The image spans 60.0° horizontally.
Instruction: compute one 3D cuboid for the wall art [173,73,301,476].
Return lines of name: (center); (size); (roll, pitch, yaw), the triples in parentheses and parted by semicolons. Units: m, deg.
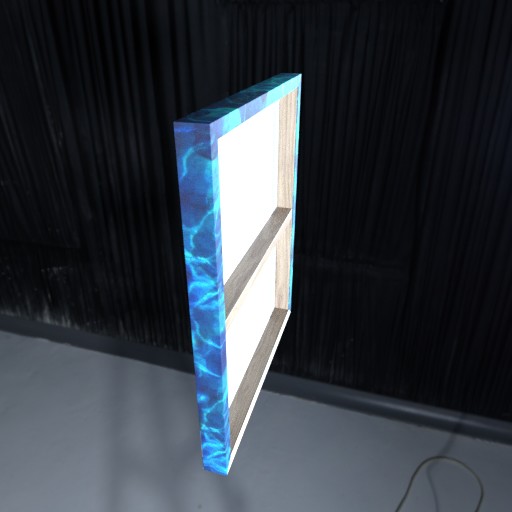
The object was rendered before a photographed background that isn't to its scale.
wall art: (0.000, 0.000, 0.720); (0.038, 0.508, 0.432); (8, 29, 14)
